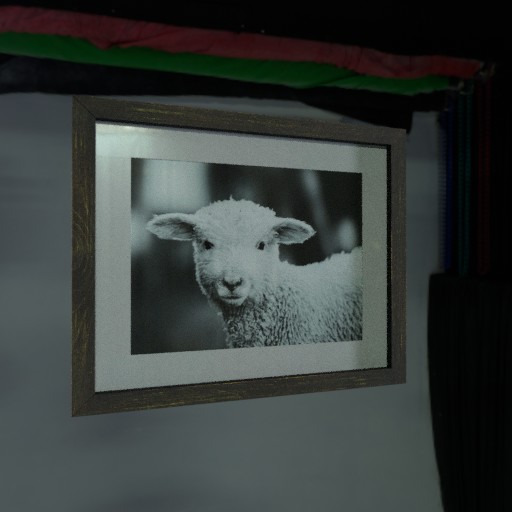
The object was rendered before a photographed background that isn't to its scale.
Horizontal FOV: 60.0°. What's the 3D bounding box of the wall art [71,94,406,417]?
[{"bbox_3d":[0.000,0.000,0.728,0.558,0.457,0.032,0,0,-18],"label":"wall art"}]
